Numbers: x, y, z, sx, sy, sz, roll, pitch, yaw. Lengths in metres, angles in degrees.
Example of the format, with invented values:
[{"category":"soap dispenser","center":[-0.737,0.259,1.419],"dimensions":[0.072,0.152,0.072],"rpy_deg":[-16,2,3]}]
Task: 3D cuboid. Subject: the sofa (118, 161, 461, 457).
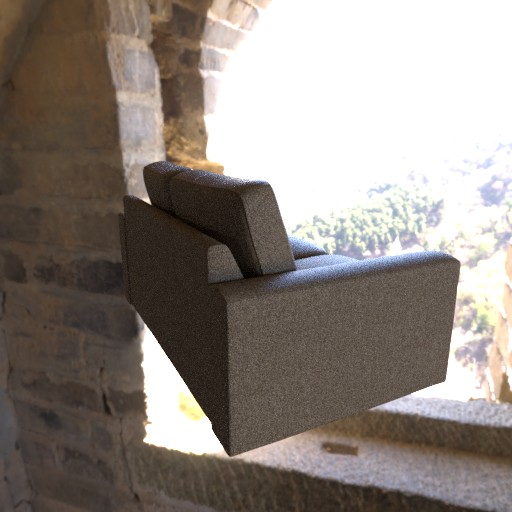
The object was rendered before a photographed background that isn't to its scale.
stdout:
[{"category":"sofa","center":[0.000,0.000,2.190],"dimensions":[1.016,0.873,1.616],"rpy_deg":[-8,17,-26]}]
